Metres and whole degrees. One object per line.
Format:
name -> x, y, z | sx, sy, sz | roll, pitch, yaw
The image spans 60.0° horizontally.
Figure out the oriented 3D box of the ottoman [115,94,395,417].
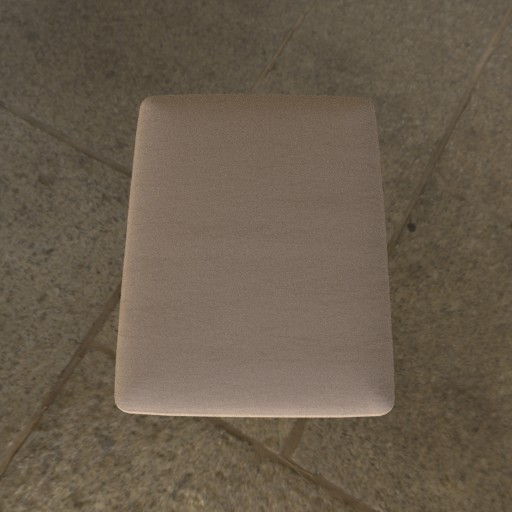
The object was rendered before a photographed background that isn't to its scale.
ottoman -> 0.000, 0.000, 1.155 | 0.606, 0.420, 0.771 | 1, 75, 0
